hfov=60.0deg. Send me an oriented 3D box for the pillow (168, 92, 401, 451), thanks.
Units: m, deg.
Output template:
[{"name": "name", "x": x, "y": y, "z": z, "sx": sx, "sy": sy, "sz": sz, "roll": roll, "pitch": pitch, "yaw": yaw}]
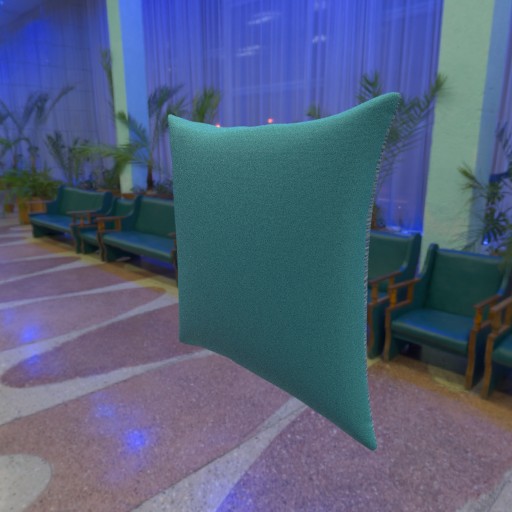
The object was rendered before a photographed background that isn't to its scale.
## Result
[{"name": "pillow", "x": 0.000, "y": 0.000, "z": 0.766, "sx": 0.150, "sy": 0.497, "sz": 0.514, "roll": -13, "pitch": 19, "yaw": -41}]
